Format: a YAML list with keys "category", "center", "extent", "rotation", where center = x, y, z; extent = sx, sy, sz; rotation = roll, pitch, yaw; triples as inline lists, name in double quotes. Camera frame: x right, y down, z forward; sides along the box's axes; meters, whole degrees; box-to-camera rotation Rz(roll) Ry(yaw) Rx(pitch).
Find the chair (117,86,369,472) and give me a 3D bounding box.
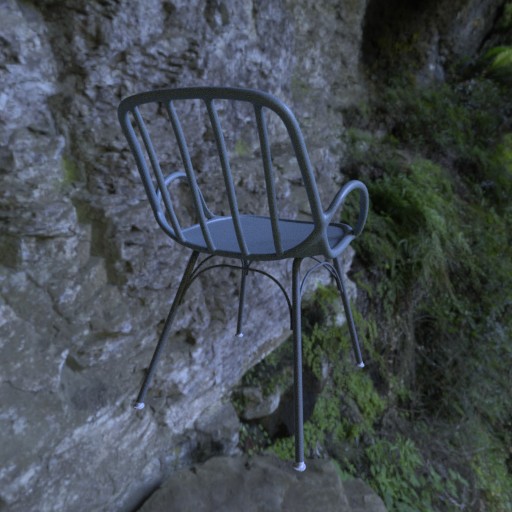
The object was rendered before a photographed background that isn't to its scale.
- category: "chair"
  center: [0.000, 0.000, 1.209]
  extent: [0.549, 0.816, 0.597]
  rotation: [8, 17, 28]
